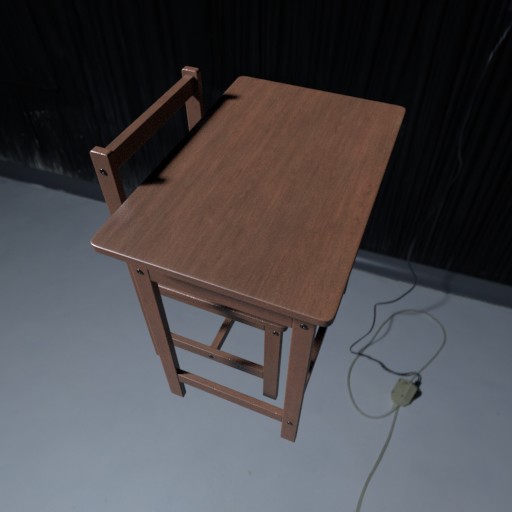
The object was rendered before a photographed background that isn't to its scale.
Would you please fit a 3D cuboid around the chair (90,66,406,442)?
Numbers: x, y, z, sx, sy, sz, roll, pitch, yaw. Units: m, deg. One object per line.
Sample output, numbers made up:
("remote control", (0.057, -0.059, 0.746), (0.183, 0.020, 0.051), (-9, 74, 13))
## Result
("chair", (0.000, 0.000, 1.031), (0.463, 0.673, 0.599), (17, 50, 15))
